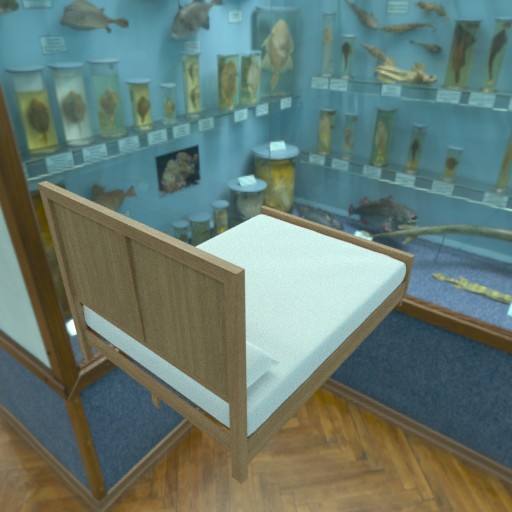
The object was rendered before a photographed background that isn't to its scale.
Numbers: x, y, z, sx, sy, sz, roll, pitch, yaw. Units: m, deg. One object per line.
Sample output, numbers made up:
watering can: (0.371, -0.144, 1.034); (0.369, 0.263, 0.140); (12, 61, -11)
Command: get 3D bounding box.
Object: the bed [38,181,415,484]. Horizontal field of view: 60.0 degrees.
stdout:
bed: (0.000, 0.000, 3.300); (1.606, 1.387, 2.184); (22, 37, 34)
